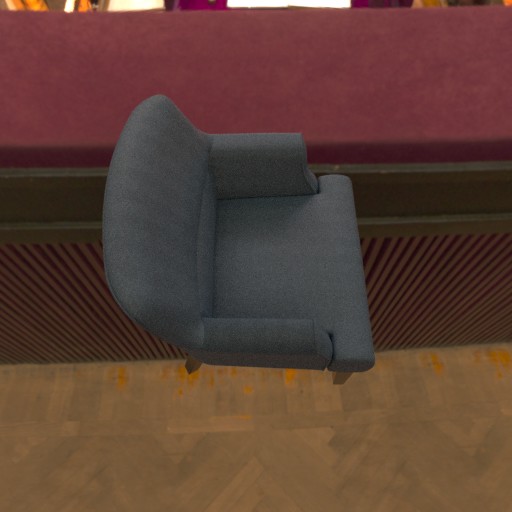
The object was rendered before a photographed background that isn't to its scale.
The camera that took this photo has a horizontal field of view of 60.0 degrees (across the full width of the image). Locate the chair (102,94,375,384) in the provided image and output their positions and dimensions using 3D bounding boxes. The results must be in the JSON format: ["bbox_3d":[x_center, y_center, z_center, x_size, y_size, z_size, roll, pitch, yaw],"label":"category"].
[{"bbox_3d":[0.000,0.000,1.491,0.754,0.878,0.770,0,63,0],"label":"chair"}]
